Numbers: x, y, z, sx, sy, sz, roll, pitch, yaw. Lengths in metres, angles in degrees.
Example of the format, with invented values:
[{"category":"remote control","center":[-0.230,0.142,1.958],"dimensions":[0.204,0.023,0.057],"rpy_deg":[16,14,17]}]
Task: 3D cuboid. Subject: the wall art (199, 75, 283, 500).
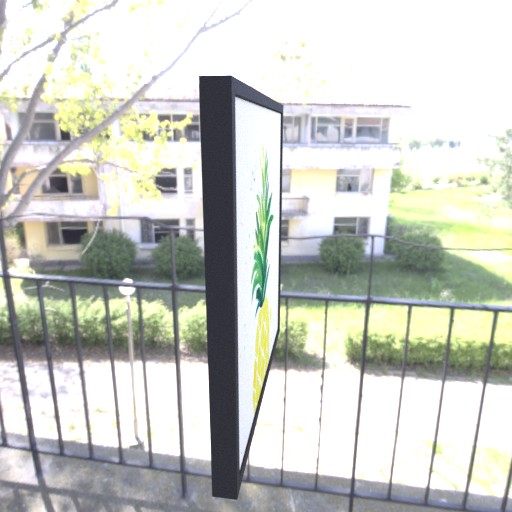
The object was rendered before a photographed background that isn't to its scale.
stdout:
[{"category":"wall art","center":[0.000,0.000,0.743],"dimensions":[0.033,0.507,0.508],"rpy_deg":[2,16,9]}]
